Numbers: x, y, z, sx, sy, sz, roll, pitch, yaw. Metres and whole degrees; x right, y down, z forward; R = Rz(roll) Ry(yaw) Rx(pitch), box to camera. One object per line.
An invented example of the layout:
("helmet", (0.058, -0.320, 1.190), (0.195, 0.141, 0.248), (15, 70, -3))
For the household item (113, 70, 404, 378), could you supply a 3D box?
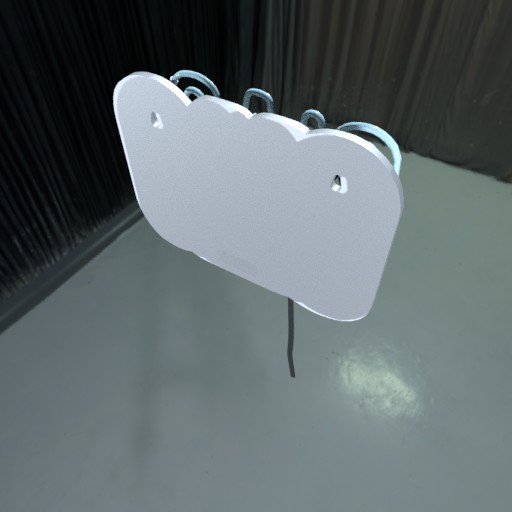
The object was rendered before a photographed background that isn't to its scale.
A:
("household item", (0.000, 0.000, 0.374), (0.211, 0.294, 0.042), (24, 51, 21))
